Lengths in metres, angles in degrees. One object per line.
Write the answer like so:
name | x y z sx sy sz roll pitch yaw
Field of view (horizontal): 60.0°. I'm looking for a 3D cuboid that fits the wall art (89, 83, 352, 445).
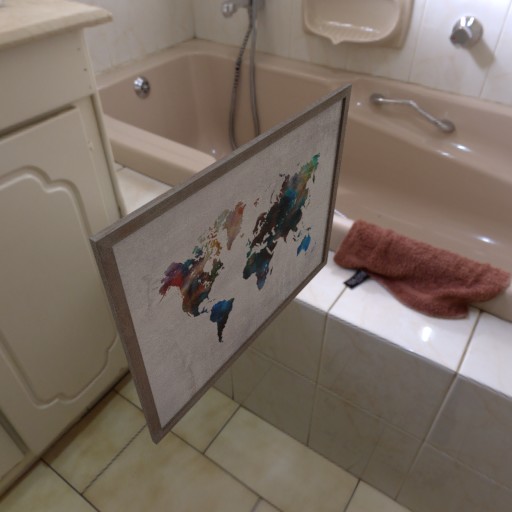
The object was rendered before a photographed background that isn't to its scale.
wall art | 0.000 0.000 1.378 0.019 0.774 1.012 26 47 27
